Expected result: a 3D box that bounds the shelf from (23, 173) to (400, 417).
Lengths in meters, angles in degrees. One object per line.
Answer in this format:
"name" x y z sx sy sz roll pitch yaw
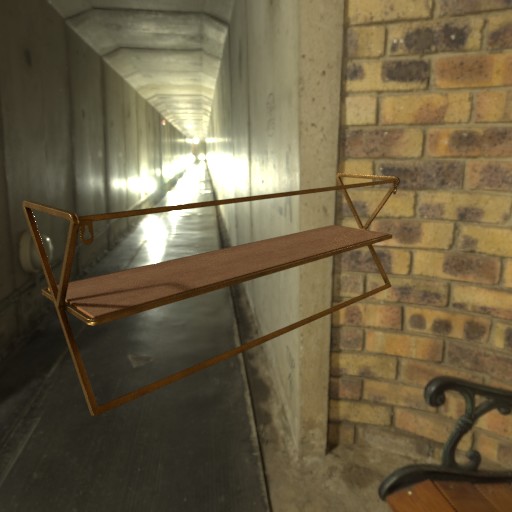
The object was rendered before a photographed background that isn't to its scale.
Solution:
"shelf" 0.000 0.000 0.731 0.645 0.229 0.150 -14 20 -42
